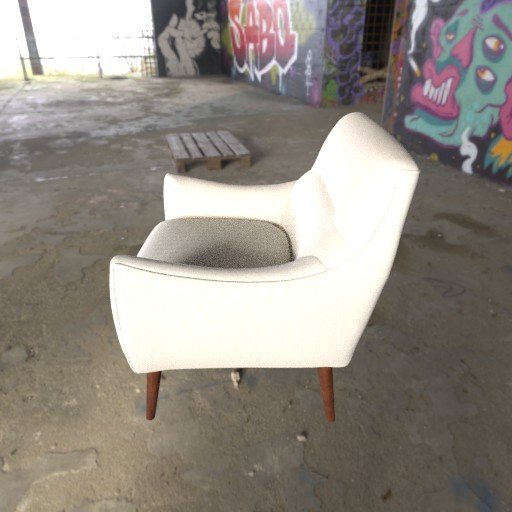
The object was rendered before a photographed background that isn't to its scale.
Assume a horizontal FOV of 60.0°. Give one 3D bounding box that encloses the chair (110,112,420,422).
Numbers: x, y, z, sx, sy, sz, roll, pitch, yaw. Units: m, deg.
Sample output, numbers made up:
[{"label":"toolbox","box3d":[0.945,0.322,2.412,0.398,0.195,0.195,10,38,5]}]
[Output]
[{"label":"chair","box3d":[0.000,0.000,1.447,0.787,0.838,0.762,0,27,1]}]
